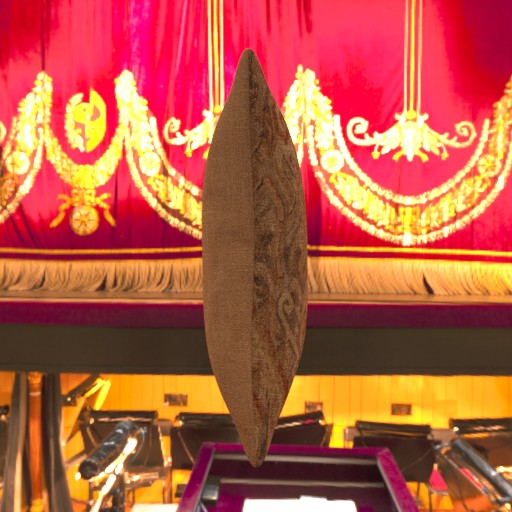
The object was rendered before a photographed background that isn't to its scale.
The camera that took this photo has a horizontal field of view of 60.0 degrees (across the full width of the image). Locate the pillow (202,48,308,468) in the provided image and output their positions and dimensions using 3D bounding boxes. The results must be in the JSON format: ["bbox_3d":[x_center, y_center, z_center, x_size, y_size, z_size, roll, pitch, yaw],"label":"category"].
[{"bbox_3d":[0.000,0.000,0.785,0.166,0.506,0.523,0,0,1],"label":"pillow"}]
